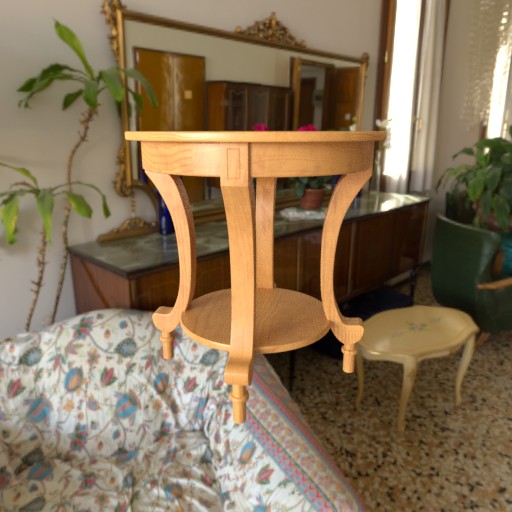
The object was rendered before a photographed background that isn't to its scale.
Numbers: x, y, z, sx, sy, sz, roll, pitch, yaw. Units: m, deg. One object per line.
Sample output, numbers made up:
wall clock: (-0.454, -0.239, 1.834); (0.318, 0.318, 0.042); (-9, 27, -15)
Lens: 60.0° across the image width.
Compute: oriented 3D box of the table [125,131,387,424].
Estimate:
table: (0.000, 0.000, 1.131); (0.597, 0.612, 0.597); (0, 16, 0)
